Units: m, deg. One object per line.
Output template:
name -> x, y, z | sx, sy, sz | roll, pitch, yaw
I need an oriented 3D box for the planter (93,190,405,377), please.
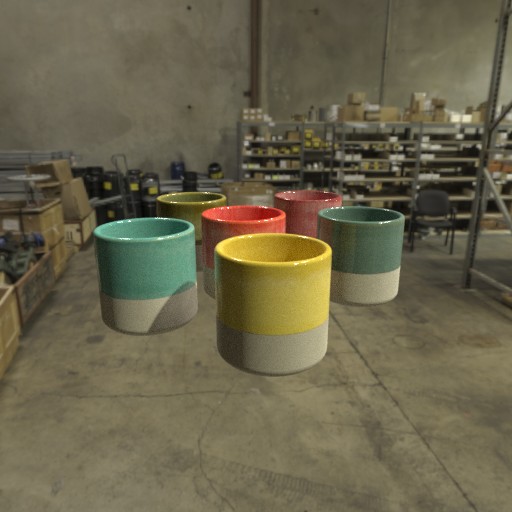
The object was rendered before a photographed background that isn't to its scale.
planter -> 0.000, 0.000, 0.396 | 0.257, 0.075, 0.286 | -2, 17, -8
